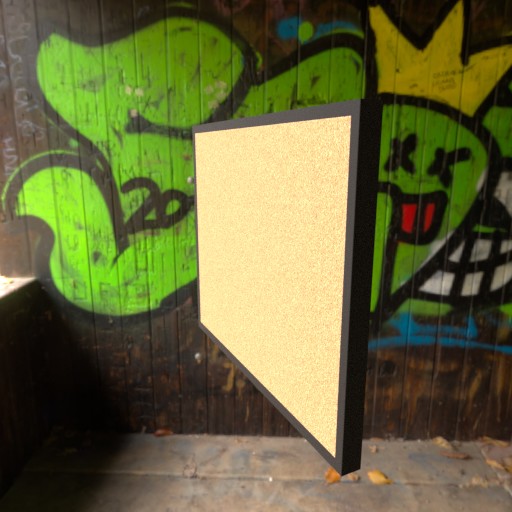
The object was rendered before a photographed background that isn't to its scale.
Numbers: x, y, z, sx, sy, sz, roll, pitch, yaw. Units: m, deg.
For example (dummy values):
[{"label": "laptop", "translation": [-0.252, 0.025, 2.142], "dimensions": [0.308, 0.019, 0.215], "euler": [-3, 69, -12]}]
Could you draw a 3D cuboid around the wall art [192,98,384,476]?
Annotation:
[{"label": "wall art", "translation": [0.000, 0.000, 0.758], "dimensions": [0.030, 0.454, 0.554], "euler": [-6, 15, -25]}]
